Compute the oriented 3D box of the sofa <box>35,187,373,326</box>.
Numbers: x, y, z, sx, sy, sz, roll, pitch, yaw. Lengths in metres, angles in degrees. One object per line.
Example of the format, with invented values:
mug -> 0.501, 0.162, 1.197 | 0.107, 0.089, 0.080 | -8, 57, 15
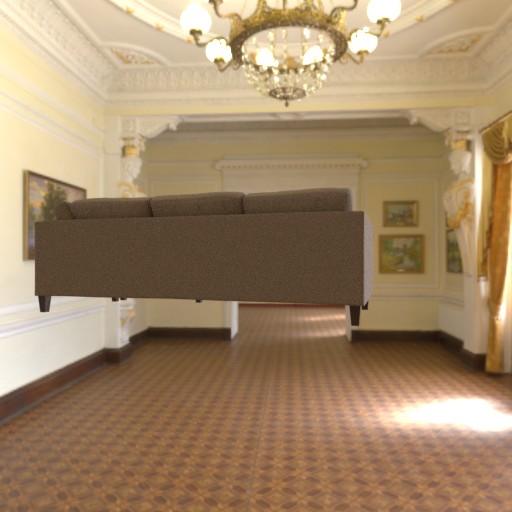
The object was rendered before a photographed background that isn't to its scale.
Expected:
sofa -> 0.000, 0.000, 4.586 | 2.424, 0.865, 3.438 | 0, 0, 17
